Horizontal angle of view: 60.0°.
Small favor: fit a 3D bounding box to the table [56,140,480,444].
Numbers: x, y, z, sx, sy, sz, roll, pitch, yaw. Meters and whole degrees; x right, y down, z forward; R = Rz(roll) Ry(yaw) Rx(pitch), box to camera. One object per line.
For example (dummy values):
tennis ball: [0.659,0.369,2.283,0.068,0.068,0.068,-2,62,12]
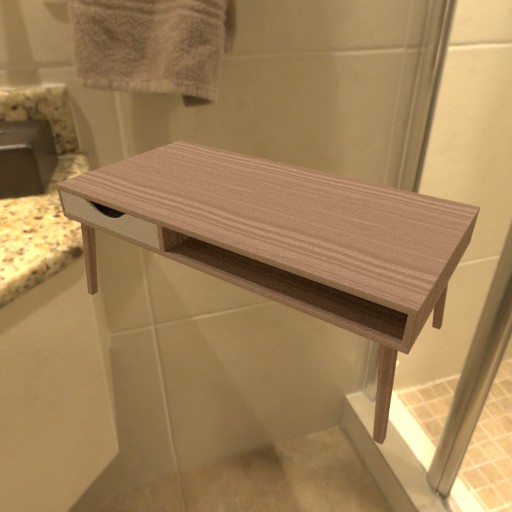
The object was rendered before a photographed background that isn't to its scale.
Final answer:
table: [0.000,0.000,1.506,1.200,0.450,0.600,19,36,29]
